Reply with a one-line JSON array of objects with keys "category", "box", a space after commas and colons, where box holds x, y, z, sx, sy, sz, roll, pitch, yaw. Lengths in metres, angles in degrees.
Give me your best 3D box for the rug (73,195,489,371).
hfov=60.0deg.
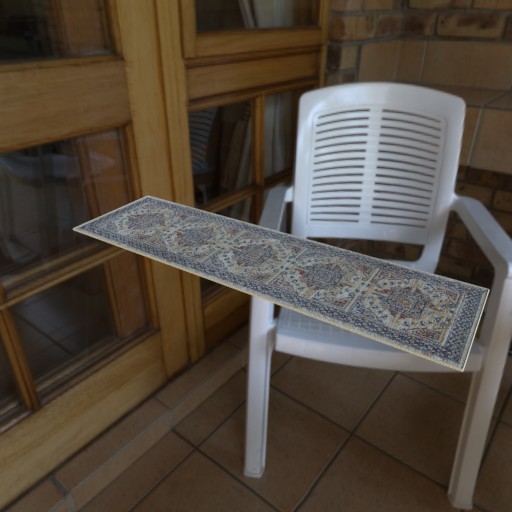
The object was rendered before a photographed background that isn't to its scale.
[{"category": "rug", "box": [0.000, 0.000, 2.473, 2.297, 0.013, 0.661, 17, 34, 28]}]
